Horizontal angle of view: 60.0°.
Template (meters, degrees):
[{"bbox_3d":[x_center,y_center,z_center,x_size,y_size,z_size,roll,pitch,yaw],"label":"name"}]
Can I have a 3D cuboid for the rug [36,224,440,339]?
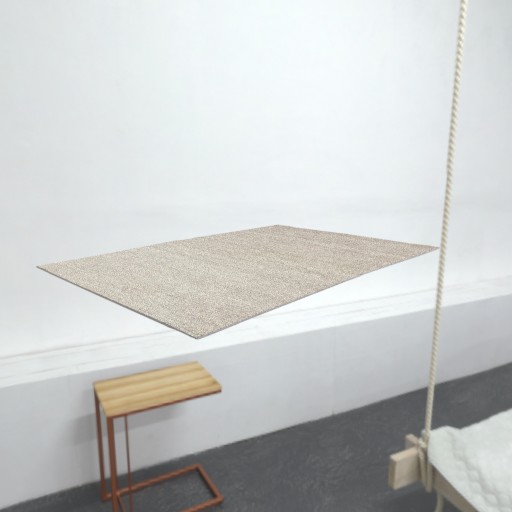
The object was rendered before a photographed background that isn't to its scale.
[{"bbox_3d":[0.000,0.000,3.067,1.609,0.030,2.342,12,18,43],"label":"rug"}]
